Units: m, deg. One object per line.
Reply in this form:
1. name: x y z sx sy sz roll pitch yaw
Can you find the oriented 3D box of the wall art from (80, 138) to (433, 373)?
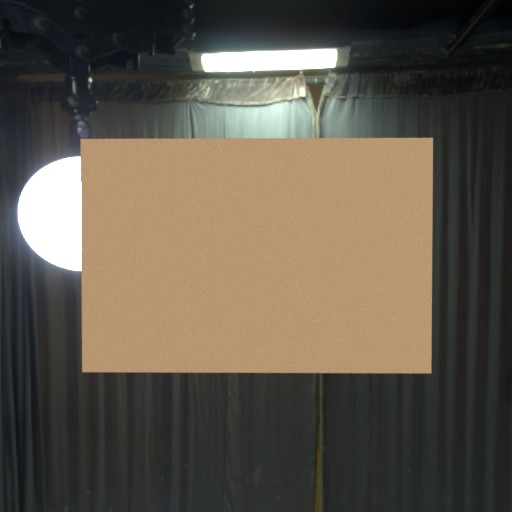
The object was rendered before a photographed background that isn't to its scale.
1. wall art: 0.000 0.000 0.789 0.609 0.407 0.039 0 1 1
